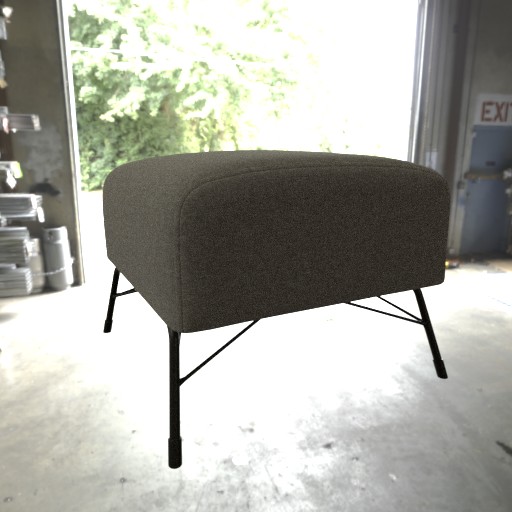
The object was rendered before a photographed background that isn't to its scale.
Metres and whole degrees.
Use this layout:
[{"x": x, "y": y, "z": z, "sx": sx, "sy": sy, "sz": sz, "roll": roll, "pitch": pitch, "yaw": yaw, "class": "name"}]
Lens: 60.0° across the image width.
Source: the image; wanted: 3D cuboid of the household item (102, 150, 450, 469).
[{"x": 0.000, "y": 0.000, "z": 0.880, "sx": 0.530, "sy": 0.410, "sz": 0.530, "roll": -7, "pitch": 14, "yaw": -27, "class": "household item"}]
